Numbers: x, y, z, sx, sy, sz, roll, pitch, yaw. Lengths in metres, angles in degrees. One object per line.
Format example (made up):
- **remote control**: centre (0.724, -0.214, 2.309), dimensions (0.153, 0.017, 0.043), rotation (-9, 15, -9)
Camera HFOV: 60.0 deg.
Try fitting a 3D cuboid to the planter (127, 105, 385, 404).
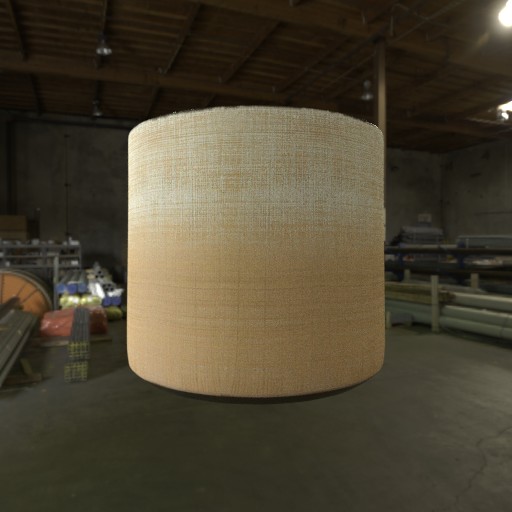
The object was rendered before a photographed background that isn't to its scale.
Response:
- **planter**: centre (0.000, 0.000, 0.394), dimensions (0.221, 0.201, 0.221), rotation (0, 1, 0)
